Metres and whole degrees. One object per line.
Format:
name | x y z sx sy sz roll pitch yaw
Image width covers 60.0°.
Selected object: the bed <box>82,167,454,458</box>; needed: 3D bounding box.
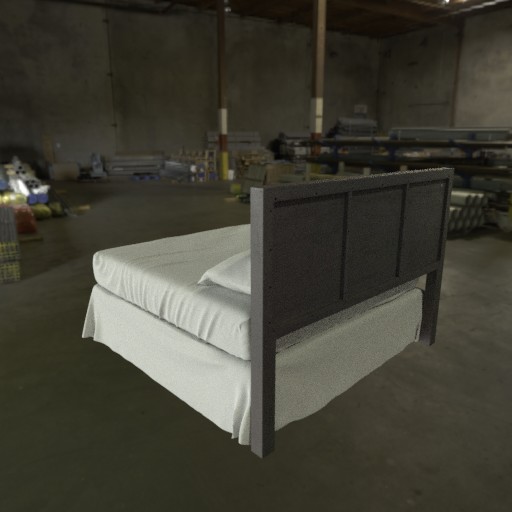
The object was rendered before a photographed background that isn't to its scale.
bed | 0.000 0.000 2.897 1.772 1.142 1.785 -14 20 -42
